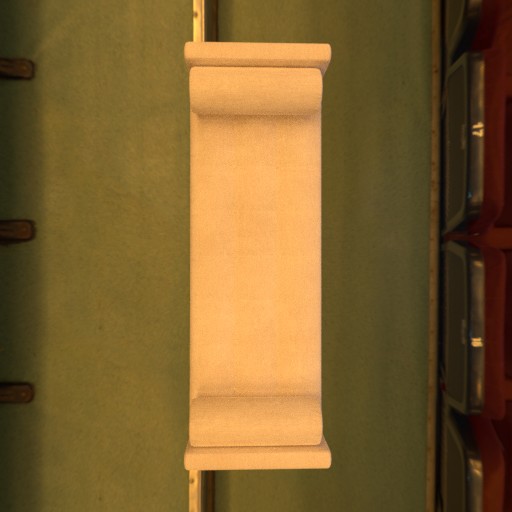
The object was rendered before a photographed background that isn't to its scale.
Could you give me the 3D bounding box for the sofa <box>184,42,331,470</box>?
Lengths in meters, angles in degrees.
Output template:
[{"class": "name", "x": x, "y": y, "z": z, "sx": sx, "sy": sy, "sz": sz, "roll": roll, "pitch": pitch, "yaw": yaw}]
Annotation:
[{"class": "sofa", "x": 0.000, "y": 0.000, "z": 2.347, "sx": 0.686, "sy": 0.635, "sz": 1.981, "roll": 0, "pitch": 90, "yaw": -2}]
